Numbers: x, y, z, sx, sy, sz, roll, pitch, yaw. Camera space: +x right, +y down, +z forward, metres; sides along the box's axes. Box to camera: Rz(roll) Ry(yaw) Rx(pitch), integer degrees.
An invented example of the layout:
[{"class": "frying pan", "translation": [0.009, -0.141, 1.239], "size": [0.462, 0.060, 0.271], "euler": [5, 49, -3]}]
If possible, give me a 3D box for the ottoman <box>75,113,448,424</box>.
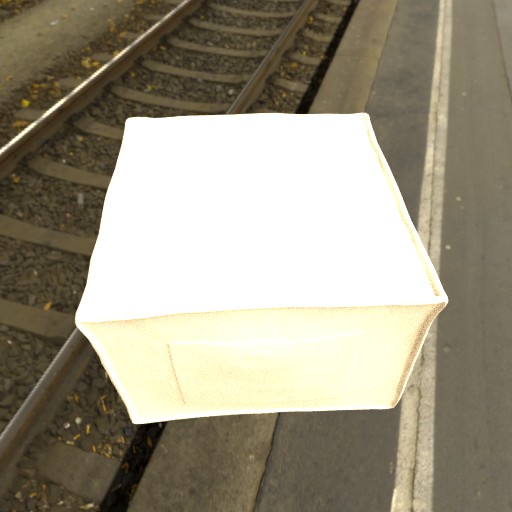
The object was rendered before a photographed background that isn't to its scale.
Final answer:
[{"class": "ottoman", "translation": [0.000, 0.000, 1.163], "size": [0.707, 0.470, 0.696], "euler": [-3, 47, -3]}]
